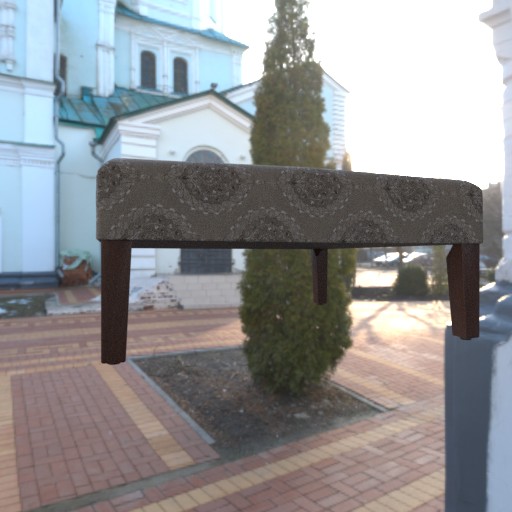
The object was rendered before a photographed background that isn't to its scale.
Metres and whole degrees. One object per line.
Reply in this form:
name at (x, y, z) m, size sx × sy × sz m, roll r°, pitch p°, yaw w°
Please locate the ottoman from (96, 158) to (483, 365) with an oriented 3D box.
ottoman at (0.000, 0.000, 1.362) m, size 0.890 × 0.411 × 0.889 m, roll 0°, pitch 0°, yaw -17°
